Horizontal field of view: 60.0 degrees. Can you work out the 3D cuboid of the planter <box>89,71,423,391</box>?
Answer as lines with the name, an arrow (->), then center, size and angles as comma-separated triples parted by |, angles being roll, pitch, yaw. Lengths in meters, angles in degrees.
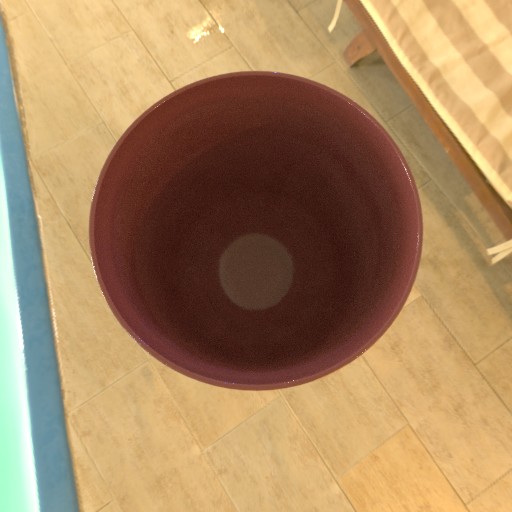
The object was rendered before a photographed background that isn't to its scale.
planter -> 0.000, 0.000, 0.482 | 0.266, 0.270, 0.266 | 0, 76, 0
